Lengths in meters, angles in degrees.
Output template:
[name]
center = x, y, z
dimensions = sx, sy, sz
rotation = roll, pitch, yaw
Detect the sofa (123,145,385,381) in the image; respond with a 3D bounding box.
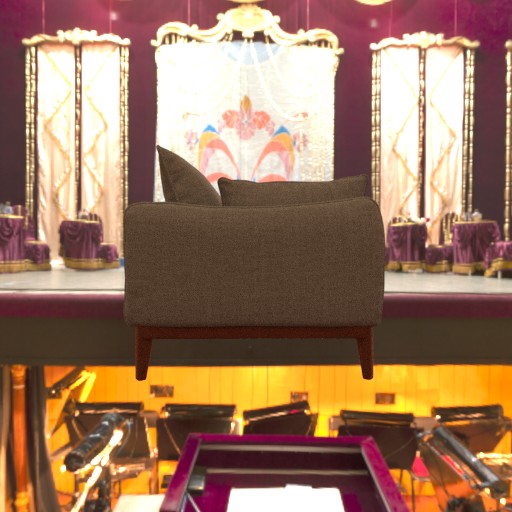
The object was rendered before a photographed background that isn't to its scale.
[sofa]
center = 0.000, 0.000, 2.511
dimensions = 0.972, 0.851, 1.989
rotation = 0, 1, -1
